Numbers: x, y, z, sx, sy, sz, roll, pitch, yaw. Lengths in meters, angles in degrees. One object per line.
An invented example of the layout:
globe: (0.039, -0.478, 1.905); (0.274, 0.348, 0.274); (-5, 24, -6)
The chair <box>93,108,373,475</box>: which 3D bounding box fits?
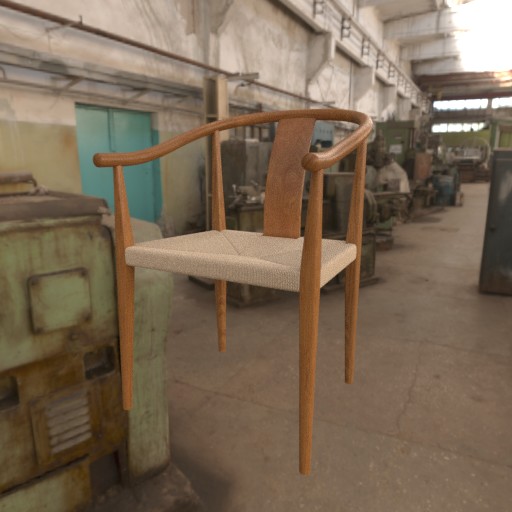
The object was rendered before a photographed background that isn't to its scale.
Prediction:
chair: (0.000, 0.000, 1.200); (0.556, 0.800, 0.579); (7, 15, 28)
